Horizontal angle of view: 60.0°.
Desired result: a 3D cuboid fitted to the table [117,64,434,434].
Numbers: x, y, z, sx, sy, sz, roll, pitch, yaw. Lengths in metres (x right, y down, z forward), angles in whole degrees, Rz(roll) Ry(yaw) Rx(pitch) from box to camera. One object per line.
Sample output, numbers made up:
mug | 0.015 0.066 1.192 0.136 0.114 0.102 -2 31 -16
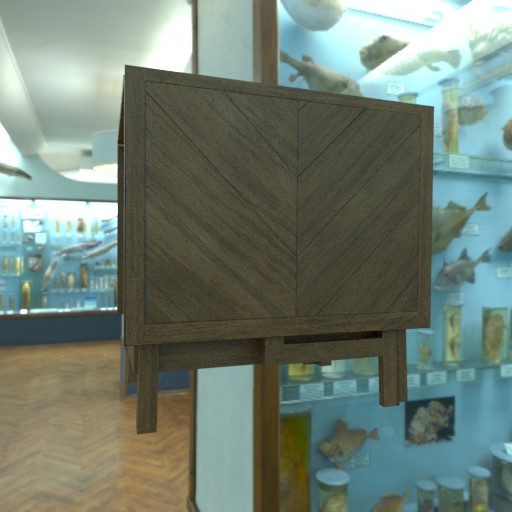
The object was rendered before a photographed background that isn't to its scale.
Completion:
table | 0.000 0.000 1.269 0.746 0.763 0.591 0 0 -19
